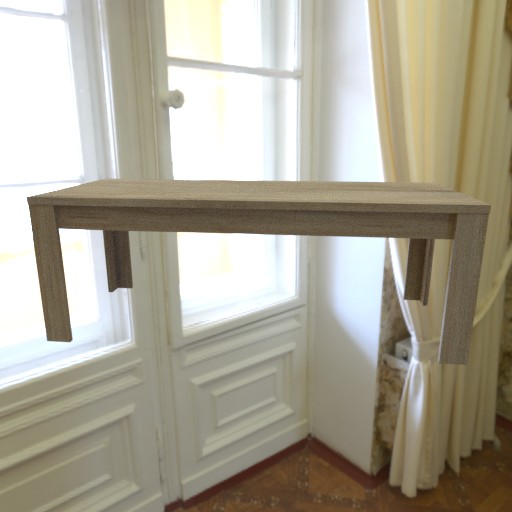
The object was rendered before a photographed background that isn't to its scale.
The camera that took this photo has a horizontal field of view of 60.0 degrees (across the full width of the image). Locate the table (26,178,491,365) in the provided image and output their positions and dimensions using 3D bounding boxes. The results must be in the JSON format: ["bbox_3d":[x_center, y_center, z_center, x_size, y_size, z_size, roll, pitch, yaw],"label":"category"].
[{"bbox_3d":[0.000,0.000,2.620,2.200,0.790,0.900,2,16,7],"label":"table"}]
